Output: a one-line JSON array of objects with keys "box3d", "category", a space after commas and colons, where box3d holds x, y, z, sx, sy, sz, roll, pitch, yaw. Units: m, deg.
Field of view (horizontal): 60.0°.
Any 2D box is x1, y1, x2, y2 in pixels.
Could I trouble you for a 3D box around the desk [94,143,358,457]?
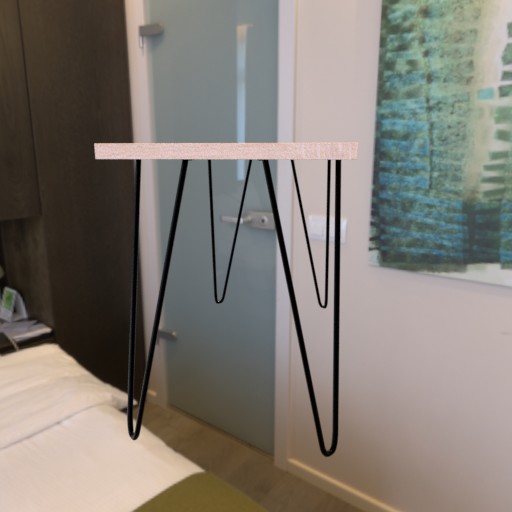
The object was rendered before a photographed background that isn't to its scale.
[{"box3d": [0.000, 0.000, 1.376, 0.499, 0.660, 0.991, 2, 13, 7], "category": "desk"}]
